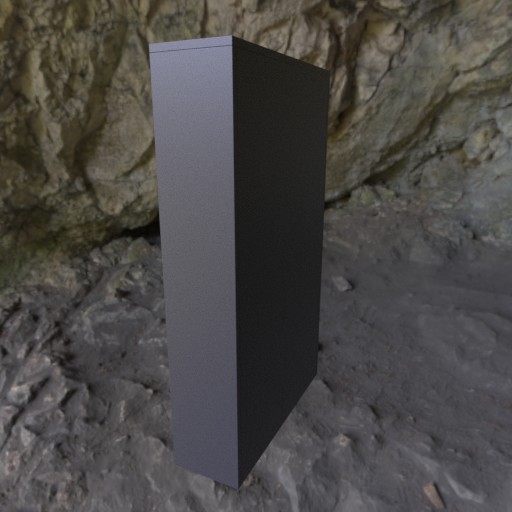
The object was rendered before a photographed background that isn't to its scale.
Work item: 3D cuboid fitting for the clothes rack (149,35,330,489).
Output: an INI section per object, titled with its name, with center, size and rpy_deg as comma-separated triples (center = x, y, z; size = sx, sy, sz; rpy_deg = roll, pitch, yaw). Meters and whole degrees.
[clothes rack]
center = 0.000, 0.000, 1.569
size = 0.250, 1.280, 0.750
rpy_deg = 8, 18, 25
